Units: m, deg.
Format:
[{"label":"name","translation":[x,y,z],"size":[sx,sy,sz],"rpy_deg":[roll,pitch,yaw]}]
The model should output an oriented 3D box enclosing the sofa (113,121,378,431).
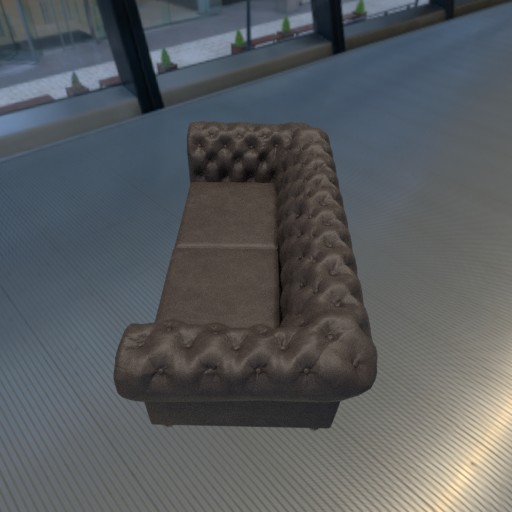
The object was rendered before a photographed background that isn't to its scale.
[{"label":"sofa","translation":[0.000,0.000,2.459],"size":[0.944,0.779,2.048],"rpy_deg":[1,41,1]}]
